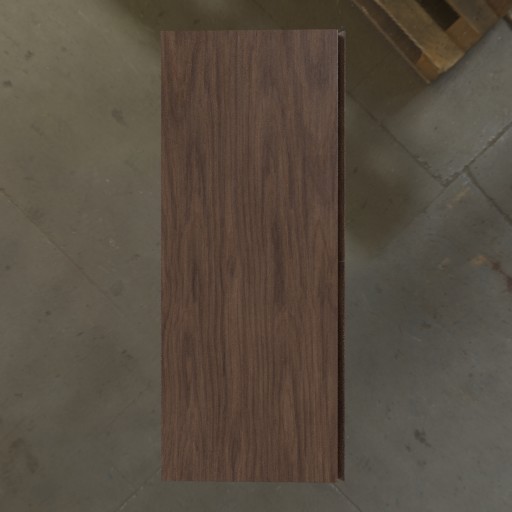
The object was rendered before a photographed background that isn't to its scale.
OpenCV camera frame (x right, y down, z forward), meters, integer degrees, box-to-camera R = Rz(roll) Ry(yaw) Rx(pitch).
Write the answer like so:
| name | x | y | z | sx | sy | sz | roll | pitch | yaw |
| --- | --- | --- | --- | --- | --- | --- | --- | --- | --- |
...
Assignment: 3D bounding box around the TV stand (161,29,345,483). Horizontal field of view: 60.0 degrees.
| name | x | y | z | sx | sy | sz | roll | pitch | yaw |
| --- | --- | --- | --- | --- | --- | --- | --- | --- | --- |
| TV stand | 0.000 | 0.000 | 1.301 | 0.405 | 0.660 | 0.990 | 0 | 90 | 1 |
